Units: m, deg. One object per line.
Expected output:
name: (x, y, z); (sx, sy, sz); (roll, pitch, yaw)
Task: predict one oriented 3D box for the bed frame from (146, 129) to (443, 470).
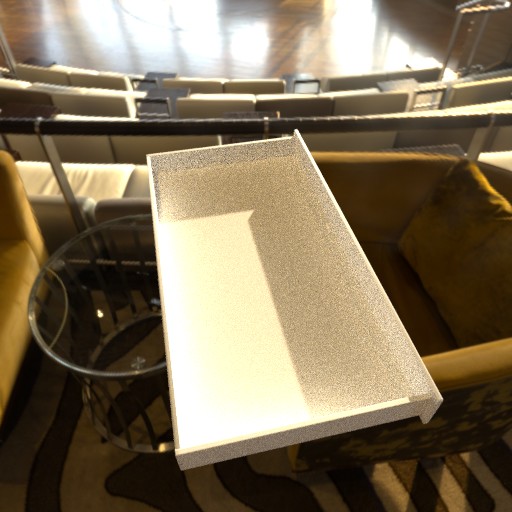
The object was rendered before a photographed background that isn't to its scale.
bed frame: (0.000, 0.000, 1.542); (0.670, 0.141, 1.300); (-9, 48, -9)
